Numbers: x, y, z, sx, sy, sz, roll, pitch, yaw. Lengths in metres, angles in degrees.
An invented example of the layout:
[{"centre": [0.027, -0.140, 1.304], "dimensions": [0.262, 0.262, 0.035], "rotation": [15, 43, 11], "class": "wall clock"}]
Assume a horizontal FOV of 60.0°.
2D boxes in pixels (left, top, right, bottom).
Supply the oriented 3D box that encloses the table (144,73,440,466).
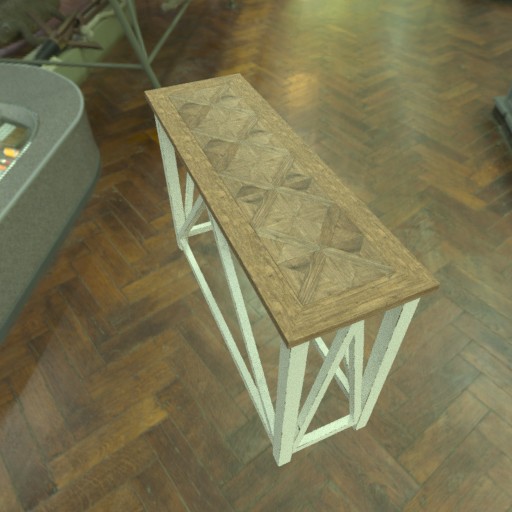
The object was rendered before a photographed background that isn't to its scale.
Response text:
[{"centre": [0.000, 0.000, 1.886], "dimensions": [0.450, 0.930, 1.400], "rotation": [-18, 49, -16], "class": "table"}]
